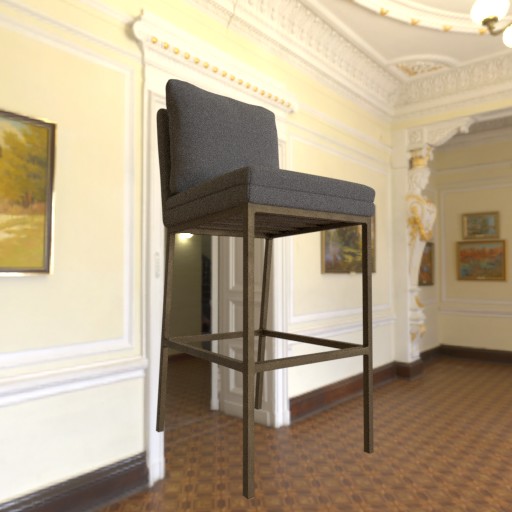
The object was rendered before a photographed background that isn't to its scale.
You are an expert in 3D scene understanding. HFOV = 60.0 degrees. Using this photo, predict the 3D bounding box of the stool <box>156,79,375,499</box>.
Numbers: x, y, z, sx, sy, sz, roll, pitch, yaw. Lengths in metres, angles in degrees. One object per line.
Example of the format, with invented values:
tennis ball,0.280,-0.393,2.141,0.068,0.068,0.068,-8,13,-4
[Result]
stool,0.000,0.000,1.376,0.463,1.132,0.569,2,-3,-37
